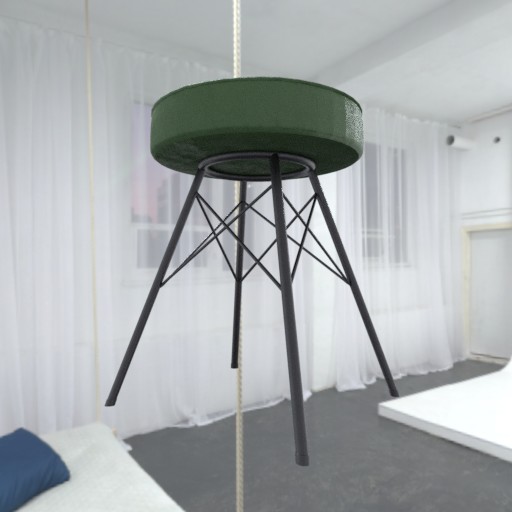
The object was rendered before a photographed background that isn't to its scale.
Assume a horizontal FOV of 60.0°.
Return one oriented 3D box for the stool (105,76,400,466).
[{"bbox_3d":[0.000,0.000,0.912,0.457,0.595,0.430,-1,-1,36],"label":"stool"}]
